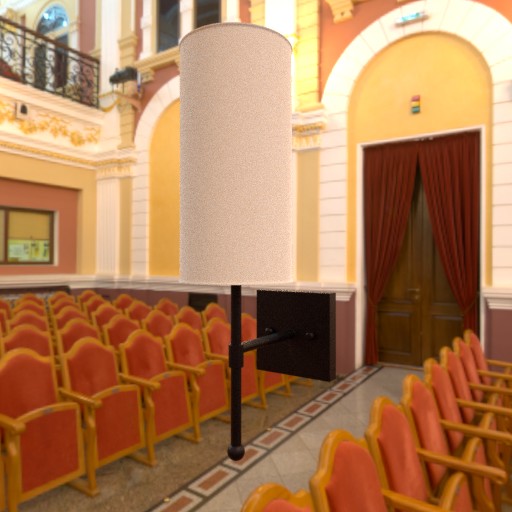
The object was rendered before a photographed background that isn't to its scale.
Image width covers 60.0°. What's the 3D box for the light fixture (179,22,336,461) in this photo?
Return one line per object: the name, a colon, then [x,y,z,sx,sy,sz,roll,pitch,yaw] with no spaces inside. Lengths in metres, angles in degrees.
light fixture: [0.000,0.000,0.534,0.128,0.462,0.208,0,0,34]
